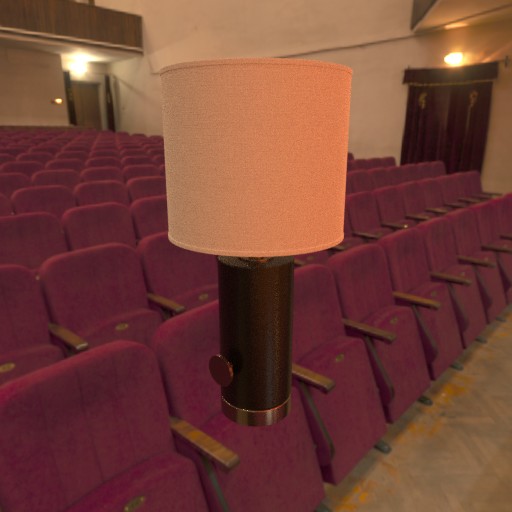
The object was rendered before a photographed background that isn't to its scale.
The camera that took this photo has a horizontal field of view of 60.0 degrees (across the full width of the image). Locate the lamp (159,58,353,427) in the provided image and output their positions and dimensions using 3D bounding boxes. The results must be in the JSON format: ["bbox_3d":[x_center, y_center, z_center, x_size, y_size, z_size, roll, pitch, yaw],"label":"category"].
[{"bbox_3d":[0.000,0.000,0.628,0.241,0.482,0.240,14,20,41],"label":"lamp"}]
